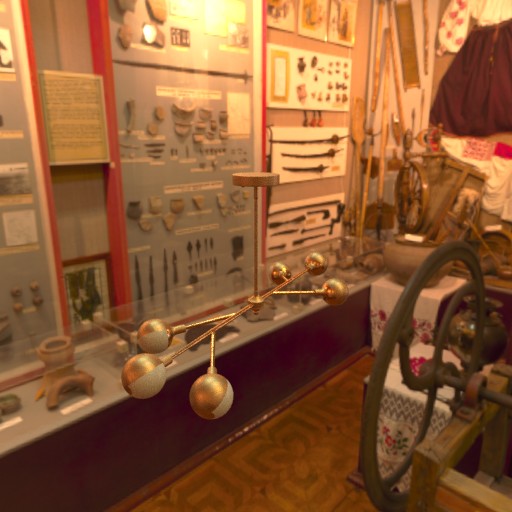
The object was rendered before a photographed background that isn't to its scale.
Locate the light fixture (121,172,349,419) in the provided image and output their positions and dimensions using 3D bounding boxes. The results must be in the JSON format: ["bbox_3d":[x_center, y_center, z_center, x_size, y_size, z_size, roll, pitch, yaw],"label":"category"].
[{"bbox_3d":[0.000,0.000,0.995,0.778,0.362,0.434,-15,21,-43],"label":"light fixture"}]
